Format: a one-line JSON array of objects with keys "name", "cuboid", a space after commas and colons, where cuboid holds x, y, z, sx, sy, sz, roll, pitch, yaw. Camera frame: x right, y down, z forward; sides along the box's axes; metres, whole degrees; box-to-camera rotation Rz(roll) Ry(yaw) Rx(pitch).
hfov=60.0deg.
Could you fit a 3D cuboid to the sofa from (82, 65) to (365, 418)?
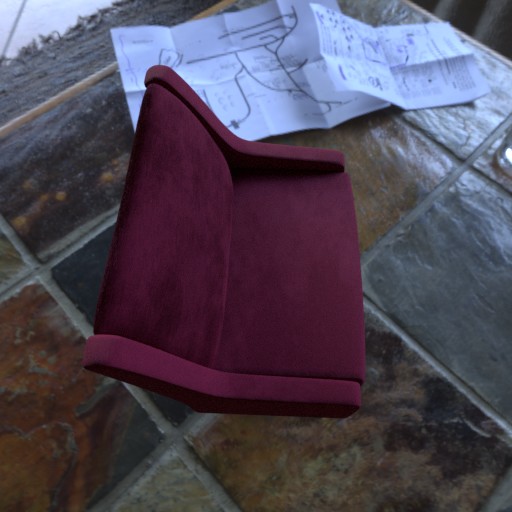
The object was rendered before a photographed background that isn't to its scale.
[{"name": "sofa", "cuboid": [0.000, 0.000, 1.931, 0.946, 0.976, 1.242, 2, 62, 1]}]
